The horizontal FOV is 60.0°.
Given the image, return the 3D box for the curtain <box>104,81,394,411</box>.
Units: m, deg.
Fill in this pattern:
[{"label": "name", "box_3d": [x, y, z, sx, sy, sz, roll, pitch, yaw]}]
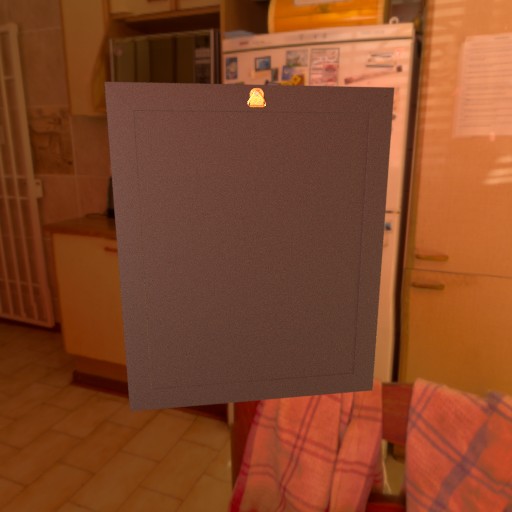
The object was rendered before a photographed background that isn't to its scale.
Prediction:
[{"label": "curtain", "box_3d": [0.000, 0.000, 0.807, 0.483, 0.585, 0.027, -2, 14, -8]}]
